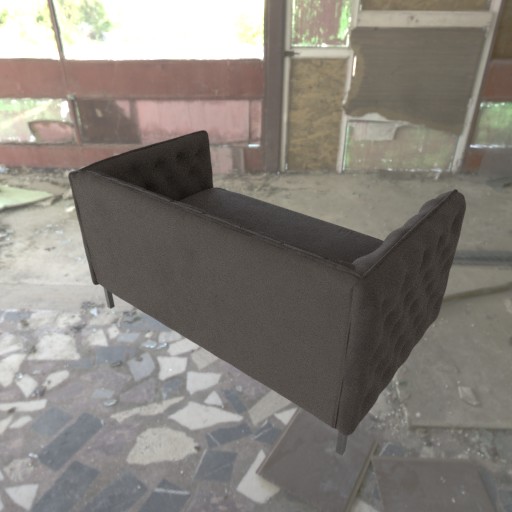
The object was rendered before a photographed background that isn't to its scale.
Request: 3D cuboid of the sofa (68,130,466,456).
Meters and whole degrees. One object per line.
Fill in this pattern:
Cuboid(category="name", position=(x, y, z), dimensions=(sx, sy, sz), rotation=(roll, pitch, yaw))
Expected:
Cuboid(category="sofa", position=(0.000, 0.000, 2.130), dimensions=(1.583, 0.810, 0.909), rotation=(22, 38, 32))
